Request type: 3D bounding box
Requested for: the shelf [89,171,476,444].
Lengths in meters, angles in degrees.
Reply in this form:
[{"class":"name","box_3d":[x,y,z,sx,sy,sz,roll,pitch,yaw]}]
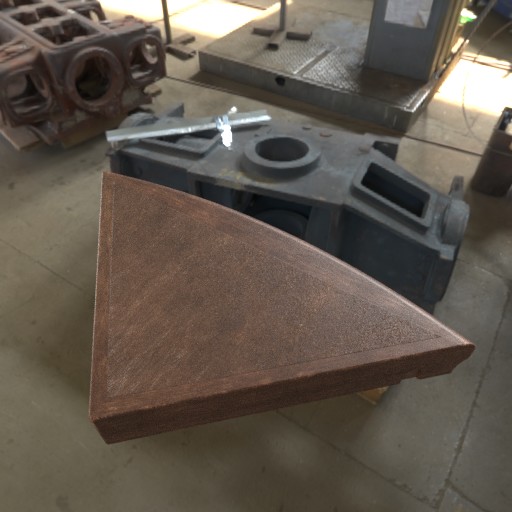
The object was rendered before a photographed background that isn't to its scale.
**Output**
[{"class":"shelf","box_3d":[0.000,0.000,0.460,0.310,0.050,0.310,-9,48,-8]}]
